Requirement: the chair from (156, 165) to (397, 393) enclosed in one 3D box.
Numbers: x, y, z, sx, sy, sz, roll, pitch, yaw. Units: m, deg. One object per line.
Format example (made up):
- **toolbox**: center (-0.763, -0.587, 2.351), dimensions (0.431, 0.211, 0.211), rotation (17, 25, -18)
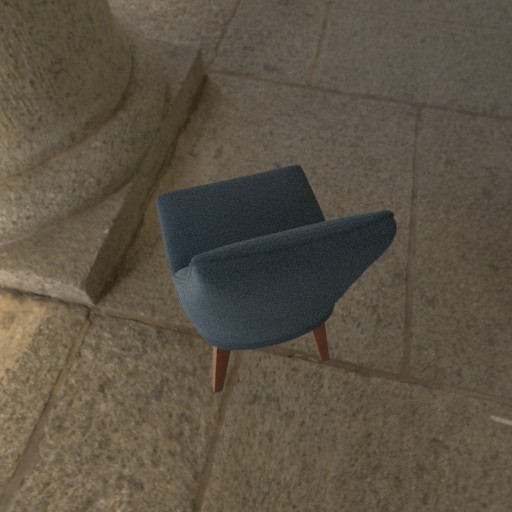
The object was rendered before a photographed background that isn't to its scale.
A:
- **chair**: center (0.000, 0.000, 1.278), dimensions (0.500, 0.930, 0.620), rotation (-14, 59, -8)
